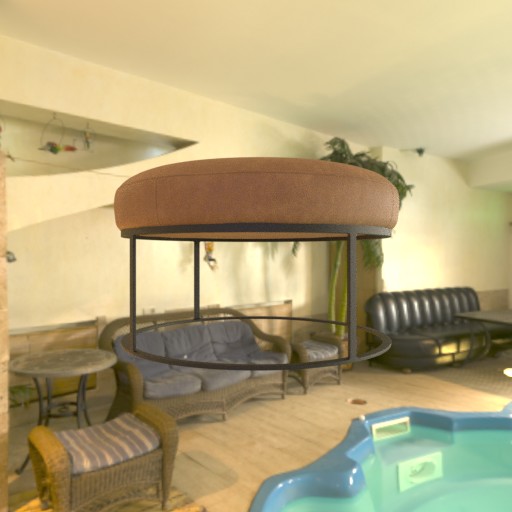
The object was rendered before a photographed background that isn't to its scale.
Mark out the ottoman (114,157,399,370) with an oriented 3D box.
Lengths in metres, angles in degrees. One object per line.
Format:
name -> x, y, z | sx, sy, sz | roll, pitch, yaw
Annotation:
ottoman -> 0.000, 0.000, 1.260 | 0.771, 0.460, 0.771 | 0, 0, 0
